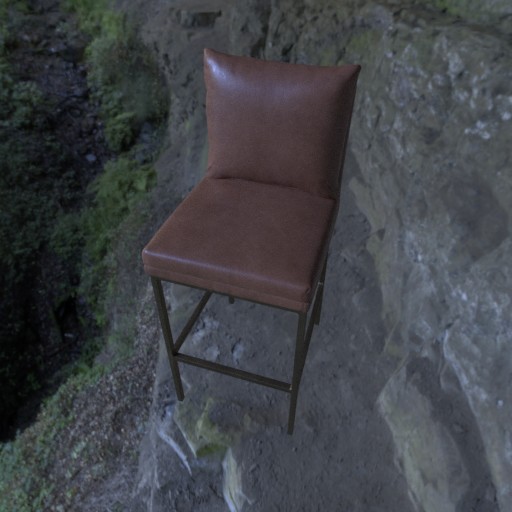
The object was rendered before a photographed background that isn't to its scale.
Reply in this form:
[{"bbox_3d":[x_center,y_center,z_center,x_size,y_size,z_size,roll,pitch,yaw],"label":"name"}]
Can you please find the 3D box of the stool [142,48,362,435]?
[{"bbox_3d":[0.000,0.000,1.434,0.463,1.124,0.571,12,43,13],"label":"stool"}]
